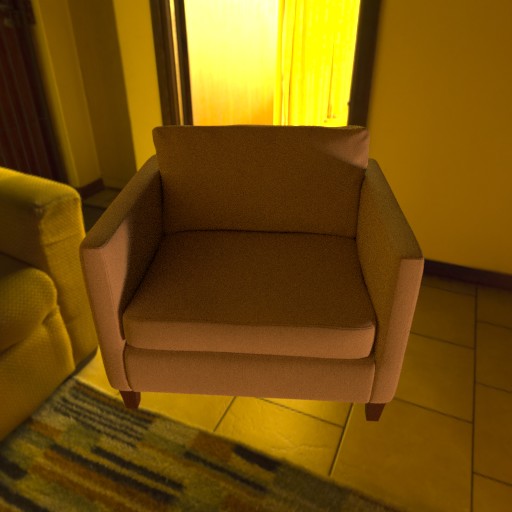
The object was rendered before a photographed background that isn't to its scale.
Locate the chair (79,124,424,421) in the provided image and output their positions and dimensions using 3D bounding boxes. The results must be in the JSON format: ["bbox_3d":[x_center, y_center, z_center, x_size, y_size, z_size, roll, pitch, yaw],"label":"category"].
[{"bbox_3d":[0.000,0.000,1.866,1.107,0.961,0.959,2,31,3],"label":"chair"}]
